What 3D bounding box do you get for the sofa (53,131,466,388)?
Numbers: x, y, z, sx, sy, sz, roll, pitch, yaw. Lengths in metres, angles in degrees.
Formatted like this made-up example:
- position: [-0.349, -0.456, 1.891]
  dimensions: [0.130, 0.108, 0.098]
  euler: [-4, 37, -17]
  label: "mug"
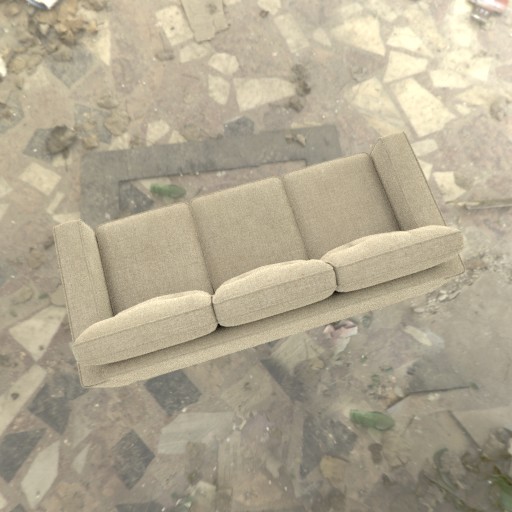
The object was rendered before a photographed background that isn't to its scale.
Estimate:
- position: [0.000, 0.000, 2.601]
  dimensions: [2.133, 0.965, 0.939]
  euler: [-16, 75, -5]
  label: "sofa"
